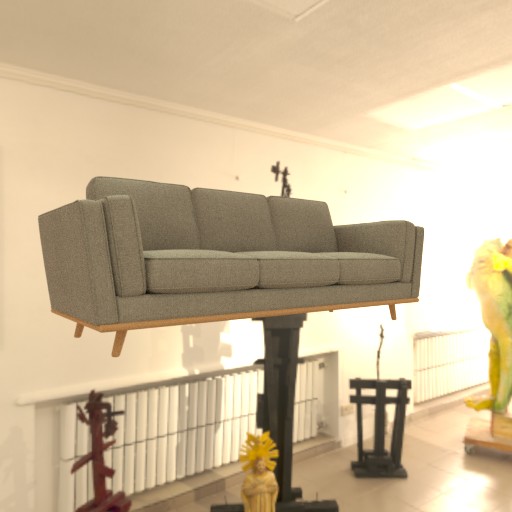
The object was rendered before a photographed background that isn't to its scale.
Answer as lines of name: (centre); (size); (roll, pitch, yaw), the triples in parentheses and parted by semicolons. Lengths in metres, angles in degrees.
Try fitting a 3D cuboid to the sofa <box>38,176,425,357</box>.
sofa: (0.000, 0.000, 2.777); (2.362, 0.899, 0.903); (0, -1, -37)
